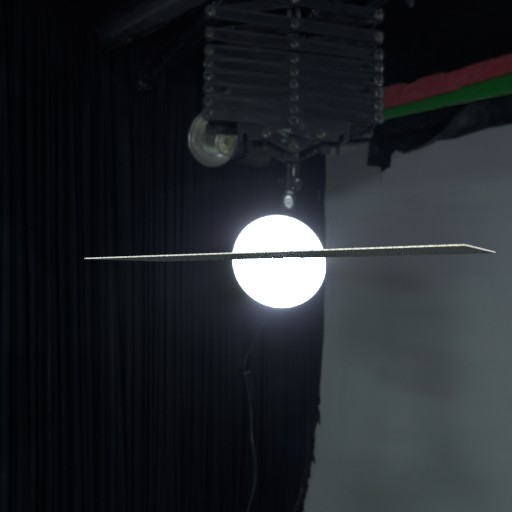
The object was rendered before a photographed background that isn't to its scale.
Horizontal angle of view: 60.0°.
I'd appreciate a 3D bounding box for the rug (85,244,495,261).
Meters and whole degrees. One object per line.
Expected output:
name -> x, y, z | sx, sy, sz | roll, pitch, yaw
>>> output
rug -> 0.000, 0.000, 2.465 | 2.277, 0.008, 0.676 | -2, -3, 36
